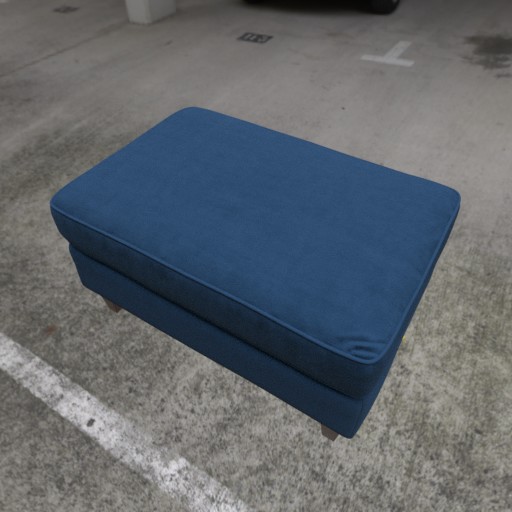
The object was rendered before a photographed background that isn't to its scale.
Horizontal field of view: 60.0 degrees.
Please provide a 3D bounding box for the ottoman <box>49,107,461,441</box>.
[{"bbox_3d":[0.000,0.000,1.207,0.862,0.484,0.583,24,51,22],"label":"ottoman"}]
